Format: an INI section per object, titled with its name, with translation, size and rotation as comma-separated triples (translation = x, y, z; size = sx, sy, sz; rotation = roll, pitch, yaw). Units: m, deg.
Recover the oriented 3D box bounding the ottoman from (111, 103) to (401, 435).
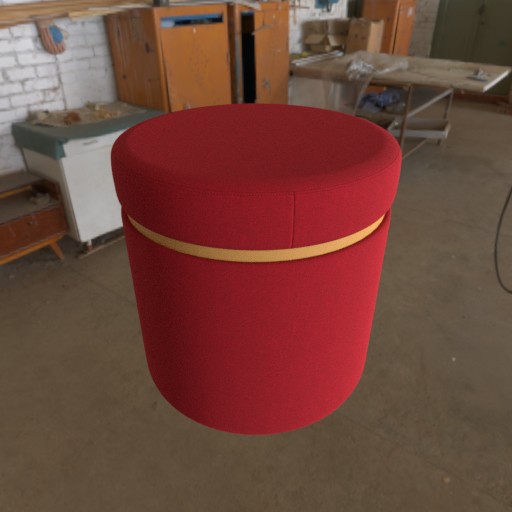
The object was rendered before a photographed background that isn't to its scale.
[ottoman]
translation = 0.000, 0.000, 0.725
size = 0.400, 0.406, 0.400
rotation = 0, 31, 0
